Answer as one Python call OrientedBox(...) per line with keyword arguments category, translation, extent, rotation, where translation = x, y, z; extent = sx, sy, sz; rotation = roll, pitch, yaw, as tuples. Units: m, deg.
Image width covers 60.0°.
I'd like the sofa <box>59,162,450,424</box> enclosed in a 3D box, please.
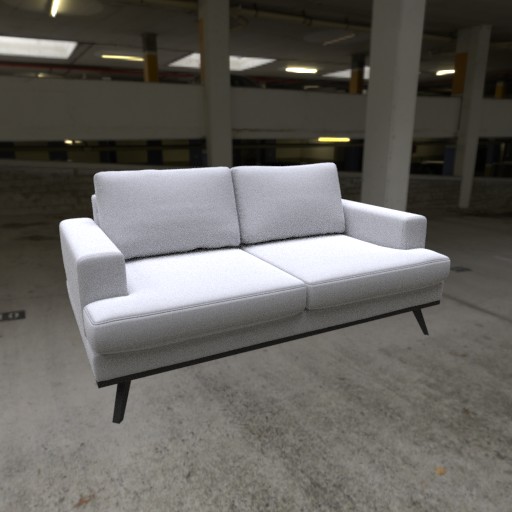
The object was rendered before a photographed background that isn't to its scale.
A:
OrientedBox(category="sofa", translation=(0.000, 0.000, 2.130), extent=(1.650, 0.810, 0.920), rotation=(-8, 18, -26))
